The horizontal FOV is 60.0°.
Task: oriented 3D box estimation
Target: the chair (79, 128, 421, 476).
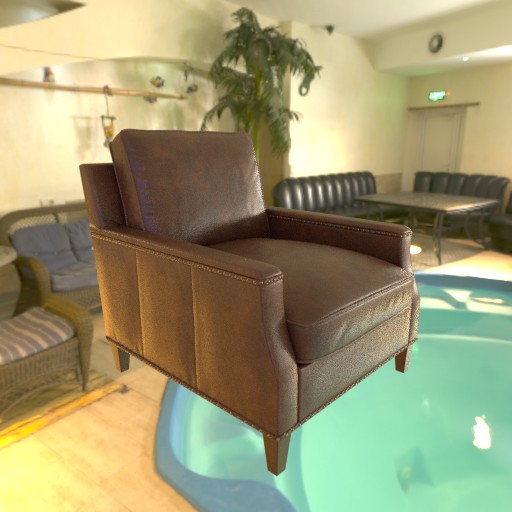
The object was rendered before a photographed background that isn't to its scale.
[{"bbox_3d":[0.000,0.000,1.678,1.014,0.929,0.853,14,20,42],"label":"chair"}]
